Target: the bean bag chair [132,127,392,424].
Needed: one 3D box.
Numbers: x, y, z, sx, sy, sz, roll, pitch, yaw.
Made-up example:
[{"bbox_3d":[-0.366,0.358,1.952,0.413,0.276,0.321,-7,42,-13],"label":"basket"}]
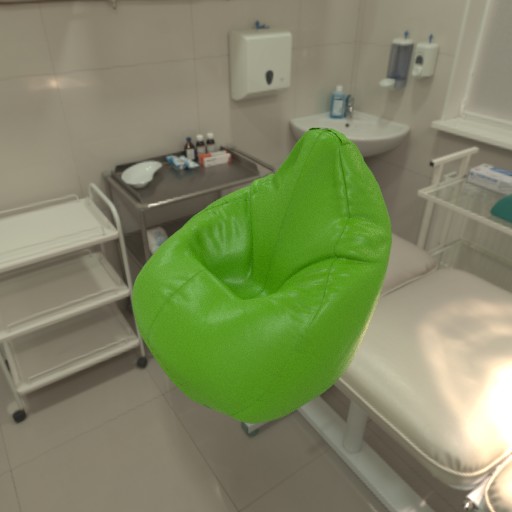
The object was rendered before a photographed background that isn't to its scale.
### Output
[{"bbox_3d":[0.000,0.000,1.934,1.070,0.990,1.070,-21,38,-29],"label":"bean bag chair"}]
